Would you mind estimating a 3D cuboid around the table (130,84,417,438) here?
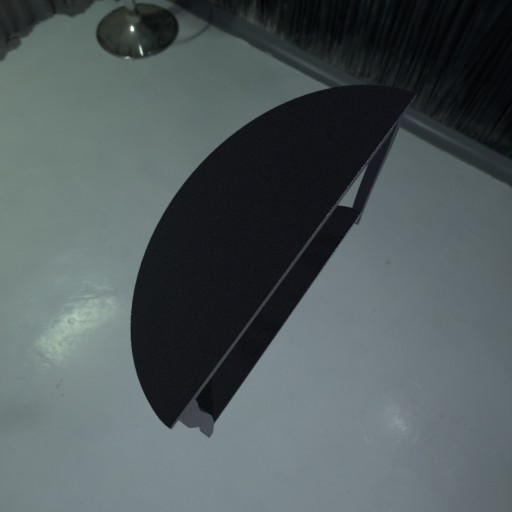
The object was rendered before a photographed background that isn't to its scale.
[{"bbox_3d":[0.000,0.000,1.596,0.394,0.780,1.219,32,69,14],"label":"table"}]
